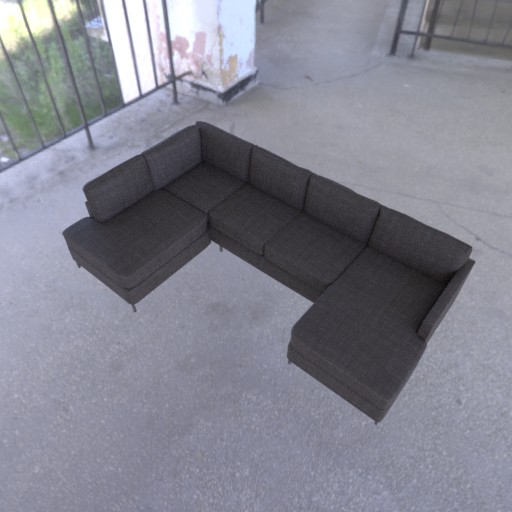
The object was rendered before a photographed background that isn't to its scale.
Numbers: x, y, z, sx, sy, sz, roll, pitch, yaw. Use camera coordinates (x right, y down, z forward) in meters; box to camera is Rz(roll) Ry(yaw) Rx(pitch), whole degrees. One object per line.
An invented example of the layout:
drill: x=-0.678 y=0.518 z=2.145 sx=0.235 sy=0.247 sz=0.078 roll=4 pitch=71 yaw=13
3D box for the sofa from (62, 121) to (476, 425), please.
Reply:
sofa: x=0.000 y=0.000 z=4.262 sx=3.423 sy=0.999 sz=2.048 roll=31 pitch=54 yaw=26
